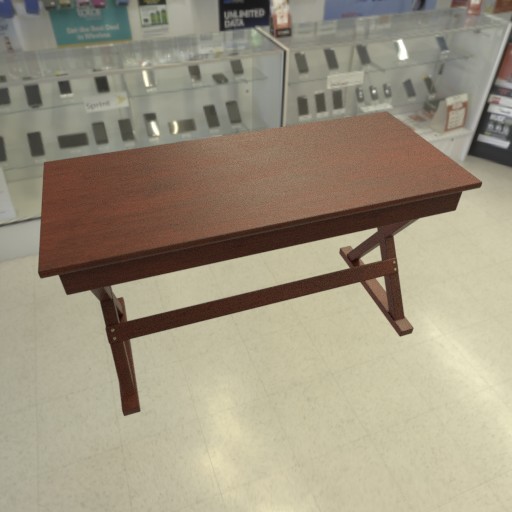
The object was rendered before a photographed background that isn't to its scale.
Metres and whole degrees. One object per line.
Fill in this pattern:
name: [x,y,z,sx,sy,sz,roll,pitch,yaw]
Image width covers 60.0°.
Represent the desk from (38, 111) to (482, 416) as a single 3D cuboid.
desk: [0.000,0.000,1.756,1.372,0.761,0.600,-12,43,-14]
